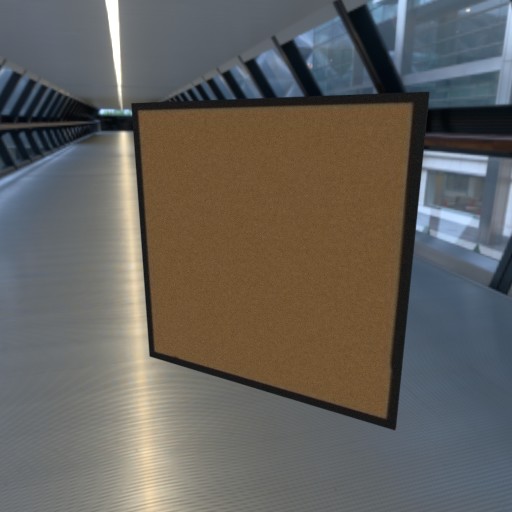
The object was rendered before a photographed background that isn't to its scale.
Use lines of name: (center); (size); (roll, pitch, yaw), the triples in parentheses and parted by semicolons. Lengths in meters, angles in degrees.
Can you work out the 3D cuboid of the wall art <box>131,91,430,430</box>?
wall art: (0.000, 0.000, 1.227); (0.823, 0.823, 0.013); (8, 18, 27)
